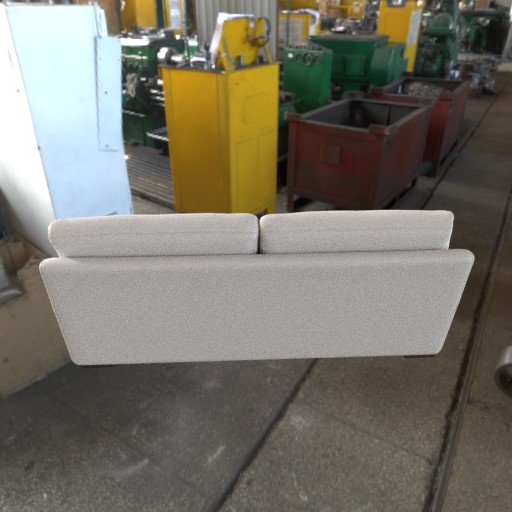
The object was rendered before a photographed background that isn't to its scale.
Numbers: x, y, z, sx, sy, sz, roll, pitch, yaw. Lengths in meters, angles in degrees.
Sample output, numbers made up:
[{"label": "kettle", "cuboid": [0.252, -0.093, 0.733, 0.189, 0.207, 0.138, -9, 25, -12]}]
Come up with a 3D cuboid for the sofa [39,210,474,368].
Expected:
[{"label": "sofa", "cuboid": [0.000, 0.000, 2.823, 2.261, 0.940, 1.143, -1, 31, -2]}]
